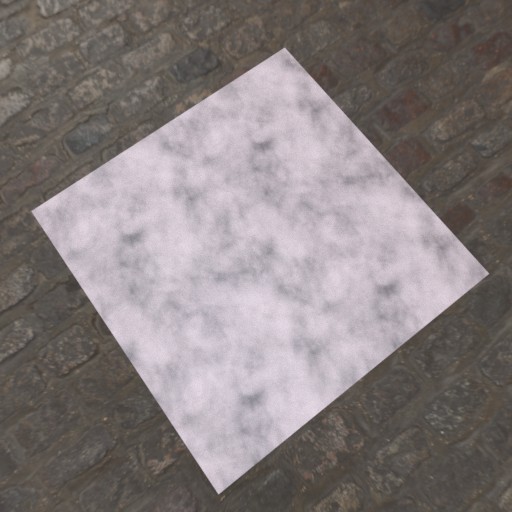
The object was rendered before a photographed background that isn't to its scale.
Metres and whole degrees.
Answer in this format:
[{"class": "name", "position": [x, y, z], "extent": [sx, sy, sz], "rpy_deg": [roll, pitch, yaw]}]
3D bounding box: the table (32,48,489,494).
[{"class": "table", "position": [0.000, 0.000, 1.353], "extent": [0.890, 0.305, 0.890], "rpy_deg": [-36, 78, -9]}]
